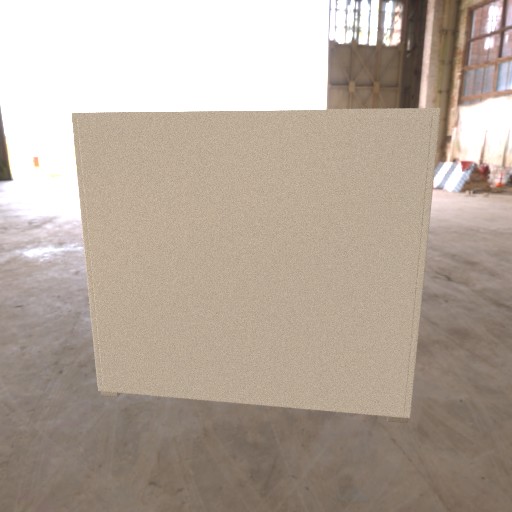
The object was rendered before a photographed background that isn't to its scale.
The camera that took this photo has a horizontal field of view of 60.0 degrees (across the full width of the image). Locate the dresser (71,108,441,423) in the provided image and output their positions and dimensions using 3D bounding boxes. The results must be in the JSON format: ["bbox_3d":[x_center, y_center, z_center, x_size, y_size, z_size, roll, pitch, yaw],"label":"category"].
[{"bbox_3d":[0.000,0.000,1.644,1.100,1.000,0.460,2,15,8],"label":"dresser"}]
